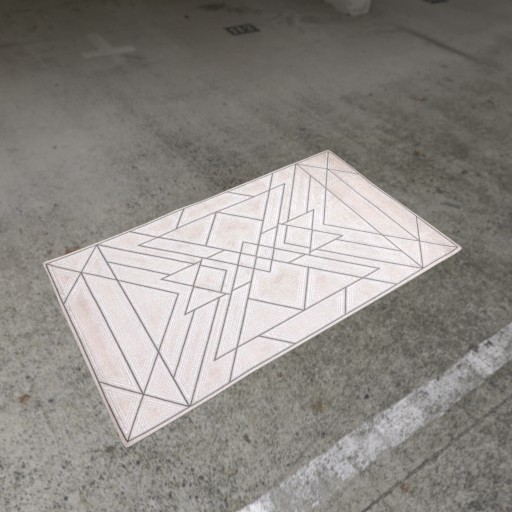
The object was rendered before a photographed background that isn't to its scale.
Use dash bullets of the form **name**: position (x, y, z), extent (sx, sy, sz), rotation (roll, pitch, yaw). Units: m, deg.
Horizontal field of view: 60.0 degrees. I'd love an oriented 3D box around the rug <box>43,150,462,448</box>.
- **rug**: position (0.000, 0.000, 1.059), extent (0.869, 0.008, 0.511), rotation (-25, 52, -22)
